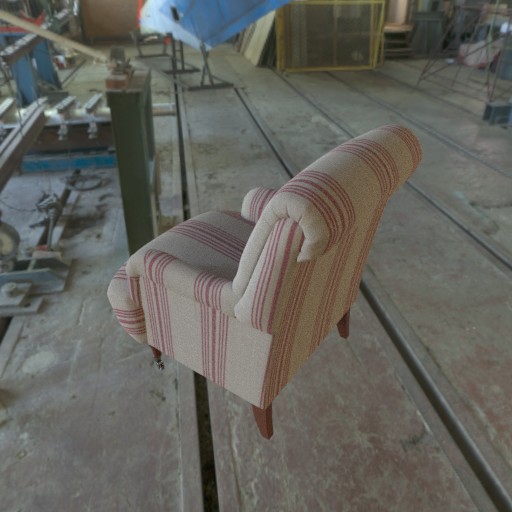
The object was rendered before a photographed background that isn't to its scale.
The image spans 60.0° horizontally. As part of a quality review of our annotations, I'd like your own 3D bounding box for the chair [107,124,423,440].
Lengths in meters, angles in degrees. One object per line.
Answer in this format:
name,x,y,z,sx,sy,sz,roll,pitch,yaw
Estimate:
chair,0.000,0.000,1.923,1.058,1.123,0.933,20,37,29
